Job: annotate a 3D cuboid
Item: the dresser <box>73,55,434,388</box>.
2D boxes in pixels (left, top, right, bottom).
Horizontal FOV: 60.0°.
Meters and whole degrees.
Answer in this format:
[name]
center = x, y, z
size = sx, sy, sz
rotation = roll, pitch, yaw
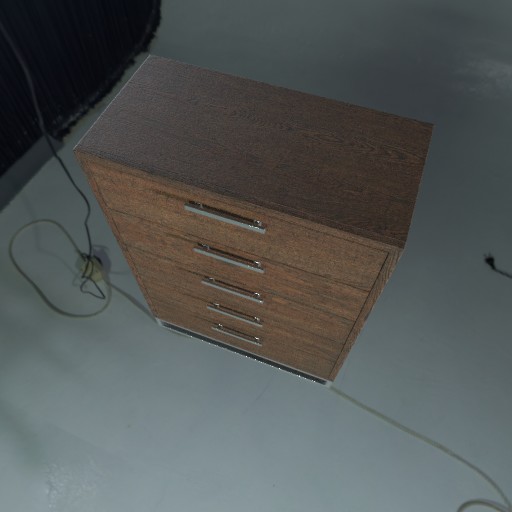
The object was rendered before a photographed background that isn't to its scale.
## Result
[dresser]
center = 0.000, 0.000, 1.870
size = 0.965, 1.321, 0.508
rotation = 18, 60, 11
